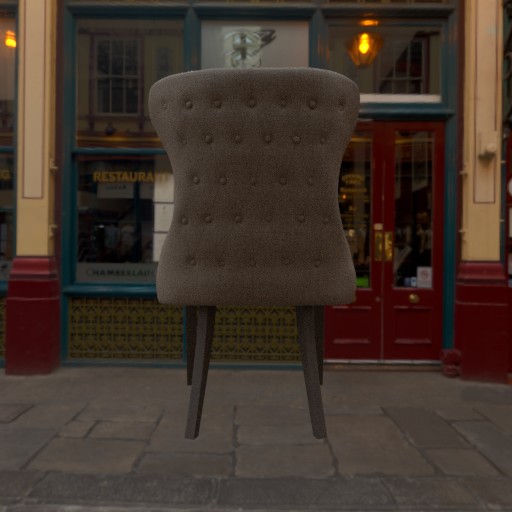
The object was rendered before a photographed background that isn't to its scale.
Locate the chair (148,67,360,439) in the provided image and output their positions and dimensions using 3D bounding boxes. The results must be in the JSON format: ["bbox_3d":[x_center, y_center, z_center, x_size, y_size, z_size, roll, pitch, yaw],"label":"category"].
[{"bbox_3d":[0.000,0.000,1.405,0.628,0.967,0.635,0,-1,0],"label":"chair"}]
